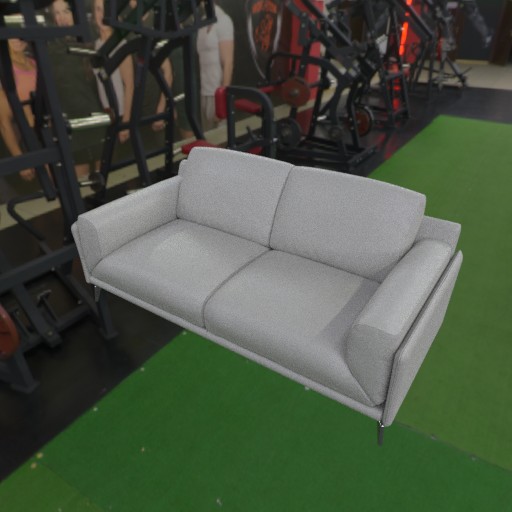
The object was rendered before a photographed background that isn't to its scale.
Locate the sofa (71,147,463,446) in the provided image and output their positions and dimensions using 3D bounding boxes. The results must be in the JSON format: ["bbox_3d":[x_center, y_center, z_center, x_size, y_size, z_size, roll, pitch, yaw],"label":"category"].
[{"bbox_3d":[0.000,0.000,2.651,2.101,0.930,1.049,19,35,29],"label":"sofa"}]
